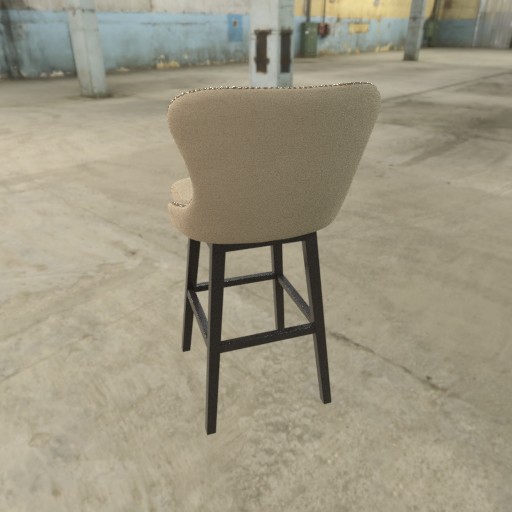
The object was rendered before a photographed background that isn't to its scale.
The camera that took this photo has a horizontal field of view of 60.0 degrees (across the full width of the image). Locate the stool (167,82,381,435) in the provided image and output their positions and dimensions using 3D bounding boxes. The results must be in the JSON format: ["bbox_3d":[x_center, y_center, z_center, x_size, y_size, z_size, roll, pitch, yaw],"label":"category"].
[{"bbox_3d":[0.000,0.000,1.403,0.528,1.066,0.605,-9,28,-17],"label":"stool"}]
